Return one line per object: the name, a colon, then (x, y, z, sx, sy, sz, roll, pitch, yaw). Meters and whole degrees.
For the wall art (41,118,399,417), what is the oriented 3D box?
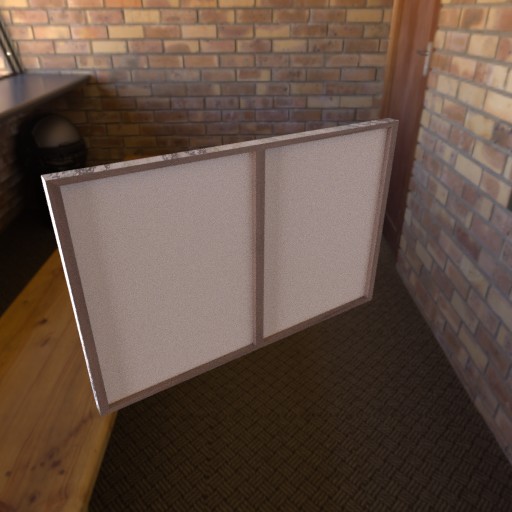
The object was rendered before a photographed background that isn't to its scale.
wall art: (0.000, 0.000, 1.165, 0.919, 0.598, 0.038, -17, 33, -29)
